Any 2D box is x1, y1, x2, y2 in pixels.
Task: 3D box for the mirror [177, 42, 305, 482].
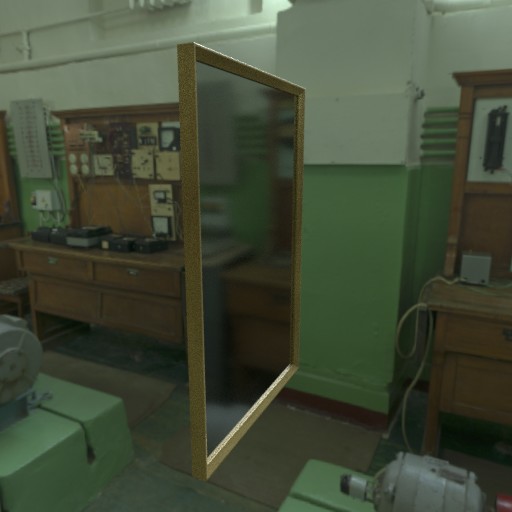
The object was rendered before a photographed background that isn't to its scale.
[{"bbox_3d":[0.000,0.000,1.173,0.041,0.915,0.609,6,14,25],"label":"mirror"}]
